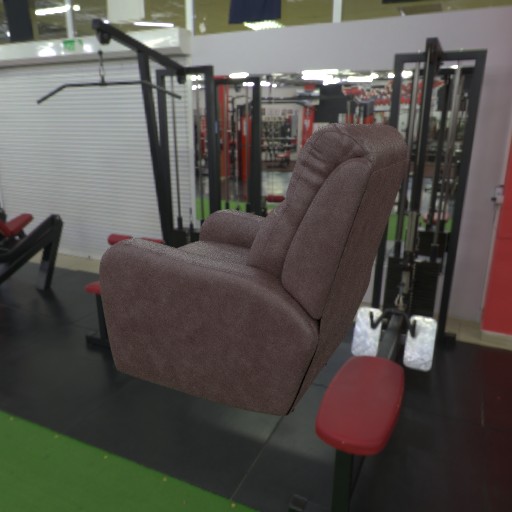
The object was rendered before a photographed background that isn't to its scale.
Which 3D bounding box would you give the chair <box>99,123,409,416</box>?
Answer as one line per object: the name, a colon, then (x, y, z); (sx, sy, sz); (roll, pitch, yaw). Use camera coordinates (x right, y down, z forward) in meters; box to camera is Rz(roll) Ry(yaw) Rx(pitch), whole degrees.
chair: (0.000, 0.000, 1.859); (1.067, 1.067, 0.865); (8, 19, 26)
